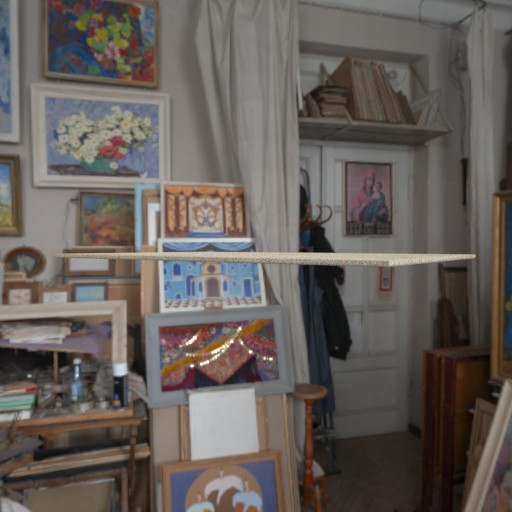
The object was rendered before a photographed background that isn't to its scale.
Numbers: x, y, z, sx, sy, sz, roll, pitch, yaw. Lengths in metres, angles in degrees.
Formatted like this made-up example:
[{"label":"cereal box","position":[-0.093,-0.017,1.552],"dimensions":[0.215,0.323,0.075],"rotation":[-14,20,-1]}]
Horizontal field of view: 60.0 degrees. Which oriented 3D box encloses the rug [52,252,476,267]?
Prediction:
[{"label":"rug","position":[0.000,0.000,2.911],"dimensions":[2.346,0.025,1.500],"rotation":[1,2,37]}]
